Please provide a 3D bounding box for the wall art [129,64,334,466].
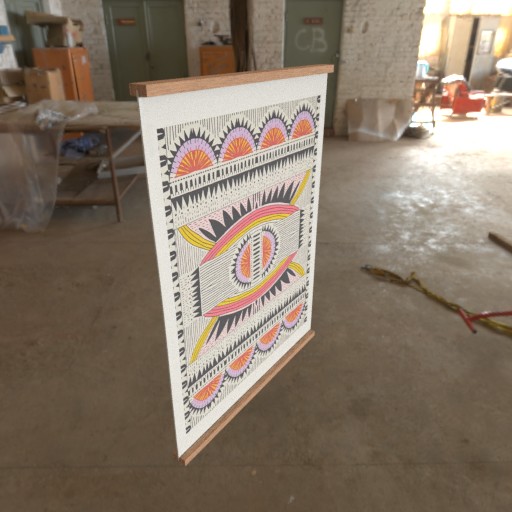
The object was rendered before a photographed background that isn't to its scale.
[{"bbox_3d":[0.000,0.000,0.792,0.028,0.609,0.456,18,32,31],"label":"wall art"}]
